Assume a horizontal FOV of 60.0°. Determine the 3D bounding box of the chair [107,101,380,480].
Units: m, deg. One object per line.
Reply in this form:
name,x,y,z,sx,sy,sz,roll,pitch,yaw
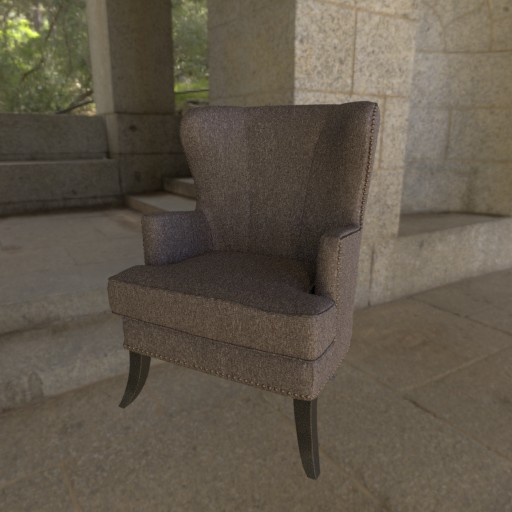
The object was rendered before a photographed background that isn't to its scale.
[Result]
chair,0.000,0.000,1.591,0.759,1.060,0.758,8,18,27
